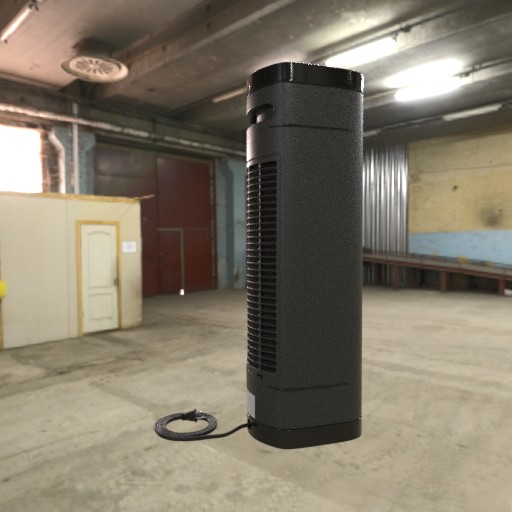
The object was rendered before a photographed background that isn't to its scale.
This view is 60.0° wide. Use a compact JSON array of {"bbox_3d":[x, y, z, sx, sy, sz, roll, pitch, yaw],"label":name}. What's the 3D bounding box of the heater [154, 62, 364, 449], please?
[{"bbox_3d":[0.000,0.000,0.702,0.312,0.552,0.174,0,1,-18],"label":"heater"}]
